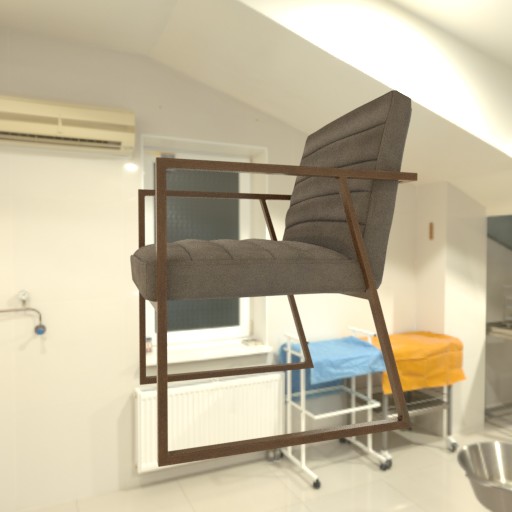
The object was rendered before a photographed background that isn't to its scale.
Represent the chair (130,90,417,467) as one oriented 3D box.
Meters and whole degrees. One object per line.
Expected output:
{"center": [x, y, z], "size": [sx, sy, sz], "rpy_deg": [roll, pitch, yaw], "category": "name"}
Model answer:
{"center": [0.000, 0.000, 1.264], "size": [0.682, 0.843, 0.578], "rpy_deg": [-1, 2, -18], "category": "chair"}
